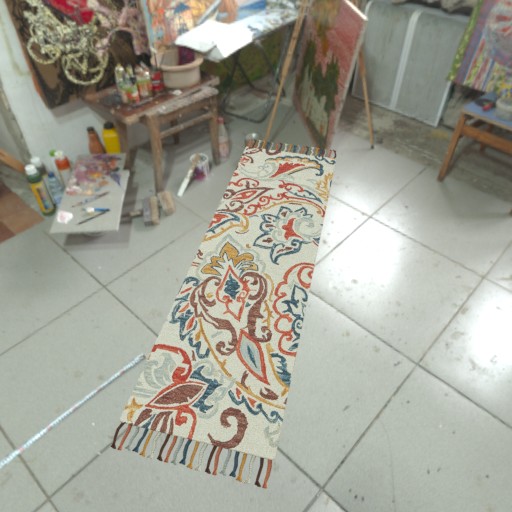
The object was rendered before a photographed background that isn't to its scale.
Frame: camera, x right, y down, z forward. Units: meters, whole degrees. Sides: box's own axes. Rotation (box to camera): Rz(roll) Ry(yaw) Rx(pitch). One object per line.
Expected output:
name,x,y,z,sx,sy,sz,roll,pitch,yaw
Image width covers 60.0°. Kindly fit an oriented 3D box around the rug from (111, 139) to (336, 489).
rug,0.000,0.000,2.879,0.763,0.015,2.682,10,47,9
